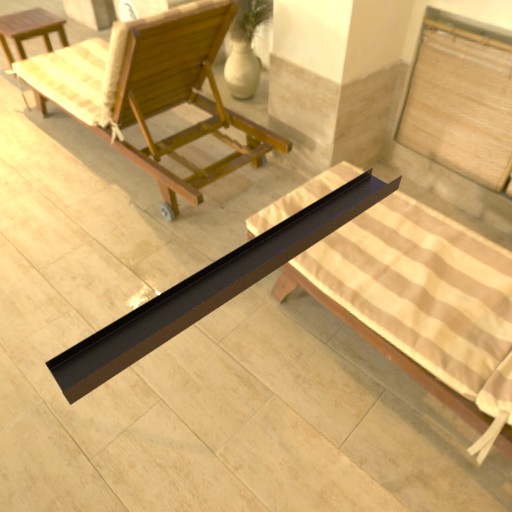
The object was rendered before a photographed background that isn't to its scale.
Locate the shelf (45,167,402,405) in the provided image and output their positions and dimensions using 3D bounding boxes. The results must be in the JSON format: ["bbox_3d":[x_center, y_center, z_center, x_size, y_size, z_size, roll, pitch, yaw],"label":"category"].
[{"bbox_3d":[0.000,0.000,0.982,0.924,0.049,0.092,-32,54,-27],"label":"shelf"}]
